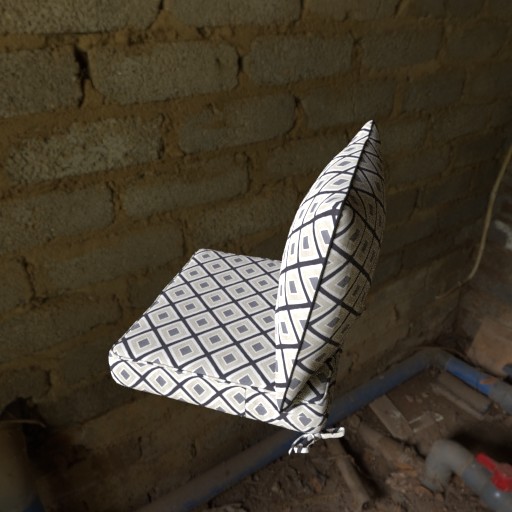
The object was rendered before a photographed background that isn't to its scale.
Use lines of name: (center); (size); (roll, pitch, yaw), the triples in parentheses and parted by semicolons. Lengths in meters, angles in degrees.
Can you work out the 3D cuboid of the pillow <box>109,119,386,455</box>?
pillow: (0.000, 0.000, 1.376); (0.733, 0.722, 0.798); (9, 31, 15)
